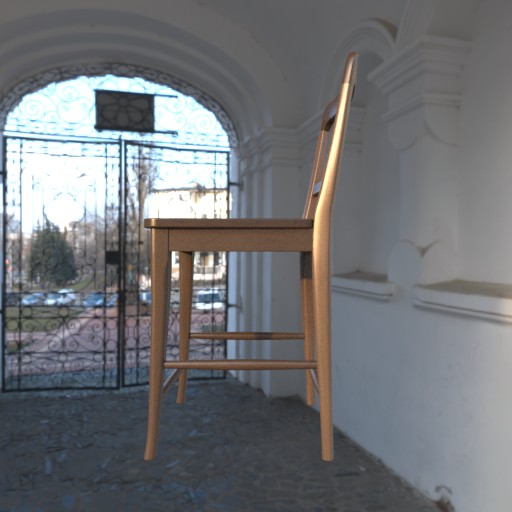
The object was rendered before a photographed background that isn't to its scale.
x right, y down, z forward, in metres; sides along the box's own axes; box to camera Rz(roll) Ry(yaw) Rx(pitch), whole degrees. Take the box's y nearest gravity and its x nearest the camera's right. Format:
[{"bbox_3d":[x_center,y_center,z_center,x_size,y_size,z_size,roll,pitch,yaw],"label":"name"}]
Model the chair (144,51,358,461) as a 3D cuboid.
[{"bbox_3d":[0.000,0.000,1.276,0.546,0.991,0.450,0,1,1],"label":"chair"}]
